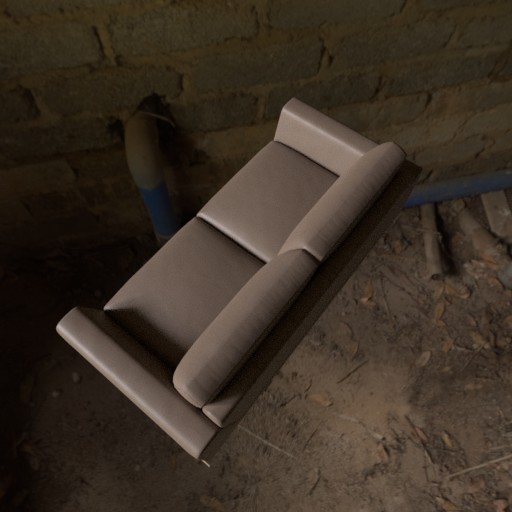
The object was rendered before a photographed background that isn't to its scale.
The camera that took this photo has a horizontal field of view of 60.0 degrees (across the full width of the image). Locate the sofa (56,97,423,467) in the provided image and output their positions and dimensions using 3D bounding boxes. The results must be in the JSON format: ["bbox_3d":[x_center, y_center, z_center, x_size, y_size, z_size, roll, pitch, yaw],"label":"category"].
[{"bbox_3d":[0.000,0.000,2.539,0.953,0.875,2.017,35,68,17],"label":"sofa"}]
